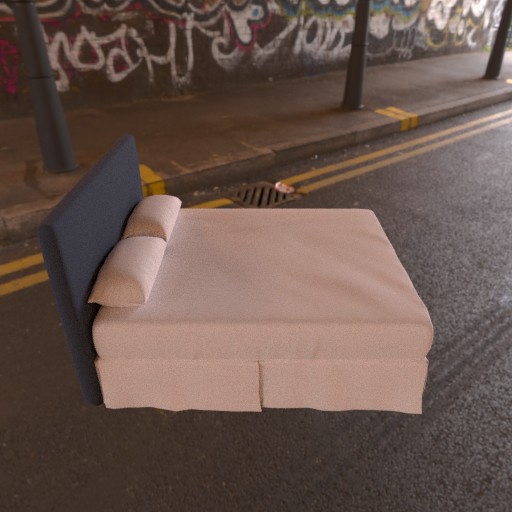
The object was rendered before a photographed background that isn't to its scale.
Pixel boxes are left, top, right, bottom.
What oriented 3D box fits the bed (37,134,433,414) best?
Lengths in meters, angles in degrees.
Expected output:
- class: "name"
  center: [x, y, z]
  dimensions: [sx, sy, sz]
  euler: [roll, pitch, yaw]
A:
- class: "bed"
  center: [0.000, 0.000, 3.172]
  dimensions: [2.162, 1.330, 1.713]
  euler: [0, 31, 0]
